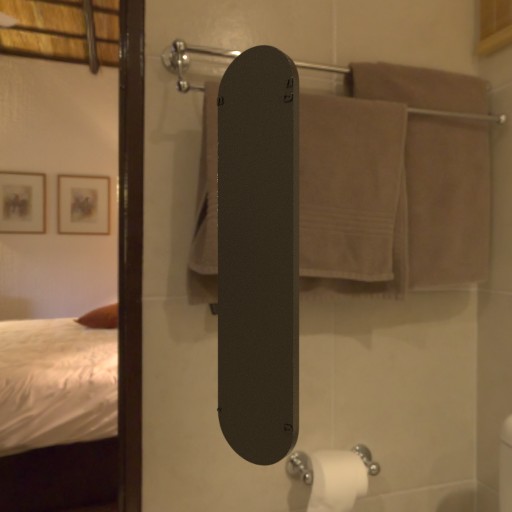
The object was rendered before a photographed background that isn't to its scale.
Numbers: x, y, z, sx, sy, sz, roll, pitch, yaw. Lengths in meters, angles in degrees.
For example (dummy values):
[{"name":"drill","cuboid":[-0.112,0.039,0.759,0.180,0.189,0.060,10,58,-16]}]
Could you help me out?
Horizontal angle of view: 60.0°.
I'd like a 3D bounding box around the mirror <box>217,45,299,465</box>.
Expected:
[{"name":"mirror","cuboid":[0.000,0.000,1.063,0.222,0.991,0.032,0,1,36]}]
